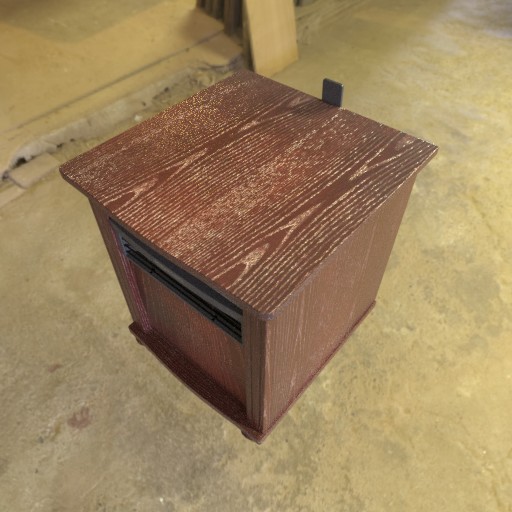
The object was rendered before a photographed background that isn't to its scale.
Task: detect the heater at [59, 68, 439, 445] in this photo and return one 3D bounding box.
[{"bbox_3d":[0.000,0.000,0.753,0.362,0.481,0.400,32,56,26],"label":"heater"}]
